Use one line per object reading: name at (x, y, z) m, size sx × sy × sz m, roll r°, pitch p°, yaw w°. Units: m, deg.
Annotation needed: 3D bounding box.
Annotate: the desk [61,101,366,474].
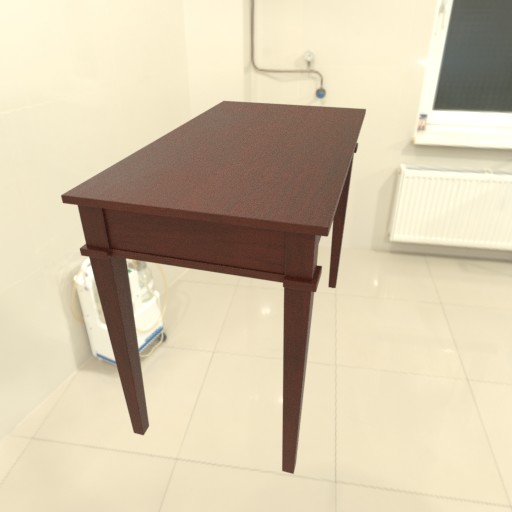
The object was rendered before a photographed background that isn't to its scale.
desk at (0.000, 0.000, 1.450) m, size 0.549 × 0.762 × 1.001 m, roll 8°, pitch 31°, yaw 14°
